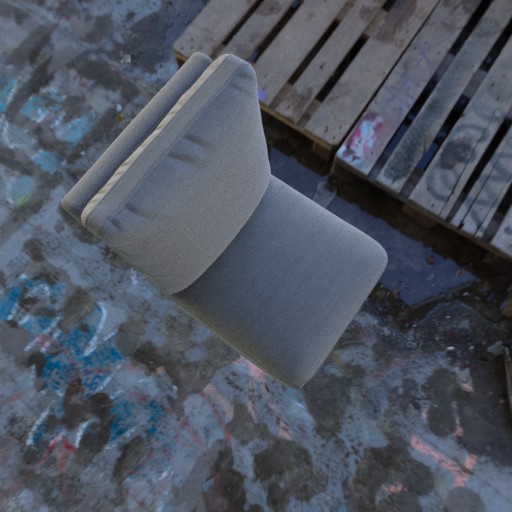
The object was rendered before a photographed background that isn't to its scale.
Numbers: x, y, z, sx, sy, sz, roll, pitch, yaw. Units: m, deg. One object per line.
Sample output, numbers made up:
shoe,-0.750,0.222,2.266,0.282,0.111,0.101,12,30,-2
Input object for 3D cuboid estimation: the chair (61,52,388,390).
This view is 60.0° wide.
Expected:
chair,0.000,0.000,1.306,0.698,0.927,0.503,35,78,9
